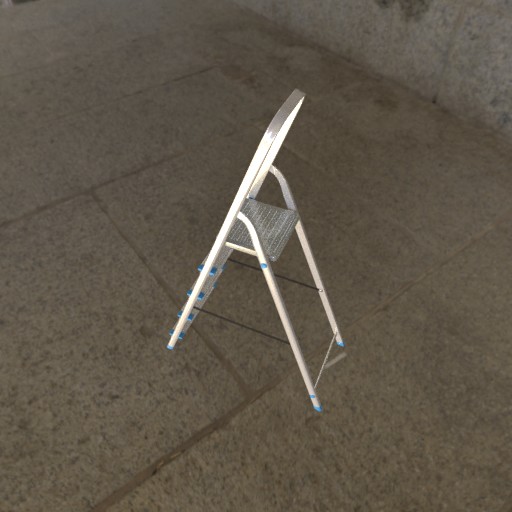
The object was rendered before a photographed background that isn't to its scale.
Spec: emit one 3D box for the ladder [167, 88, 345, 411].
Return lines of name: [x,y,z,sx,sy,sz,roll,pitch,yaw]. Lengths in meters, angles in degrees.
ladder: [0.000,0.000,2.105,0.990,1.648,0.468,18,51,16]
